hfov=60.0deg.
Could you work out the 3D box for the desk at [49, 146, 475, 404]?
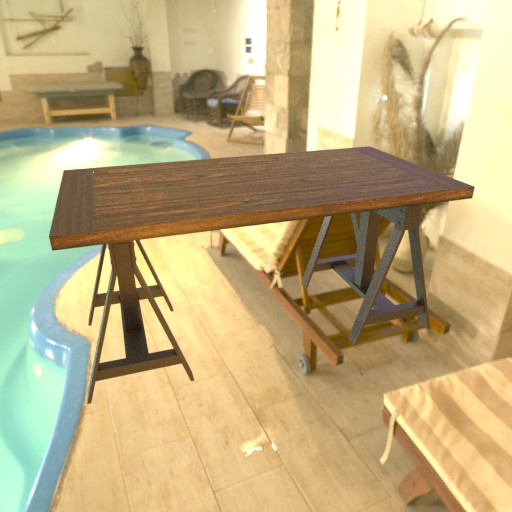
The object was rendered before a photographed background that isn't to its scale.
[{"bbox_3d":[0.000,0.000,1.992,1.543,0.725,0.784,-8,27,-16],"label":"desk"}]
